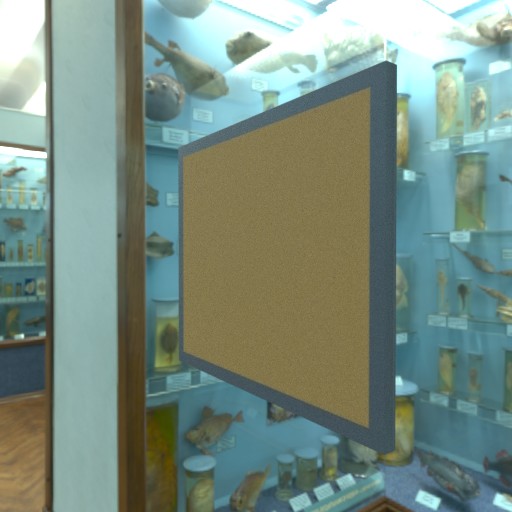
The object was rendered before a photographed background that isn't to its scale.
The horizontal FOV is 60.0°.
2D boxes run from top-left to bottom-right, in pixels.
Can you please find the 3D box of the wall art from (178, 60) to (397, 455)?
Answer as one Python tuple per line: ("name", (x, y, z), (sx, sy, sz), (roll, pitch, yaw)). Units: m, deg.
("wall art", (0.000, 0.000, 0.901), (0.026, 0.558, 0.660), (-1, 1, -36))
